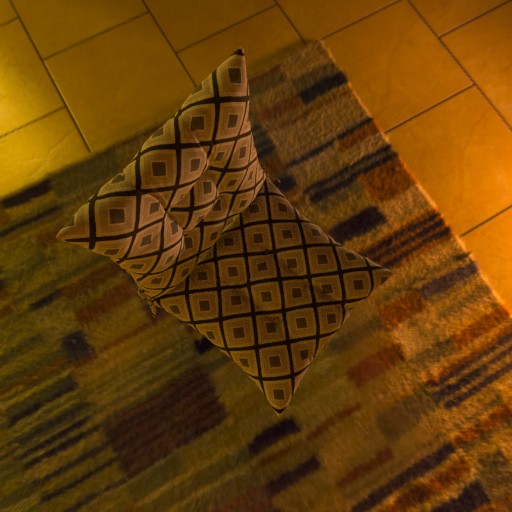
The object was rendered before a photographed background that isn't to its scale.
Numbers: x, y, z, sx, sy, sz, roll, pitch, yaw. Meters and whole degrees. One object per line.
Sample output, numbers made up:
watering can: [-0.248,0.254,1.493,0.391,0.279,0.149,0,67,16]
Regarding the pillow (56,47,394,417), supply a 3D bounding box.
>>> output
pillow: [0.000,0.000,1.031,0.585,0.536,0.541,39,79,9]
